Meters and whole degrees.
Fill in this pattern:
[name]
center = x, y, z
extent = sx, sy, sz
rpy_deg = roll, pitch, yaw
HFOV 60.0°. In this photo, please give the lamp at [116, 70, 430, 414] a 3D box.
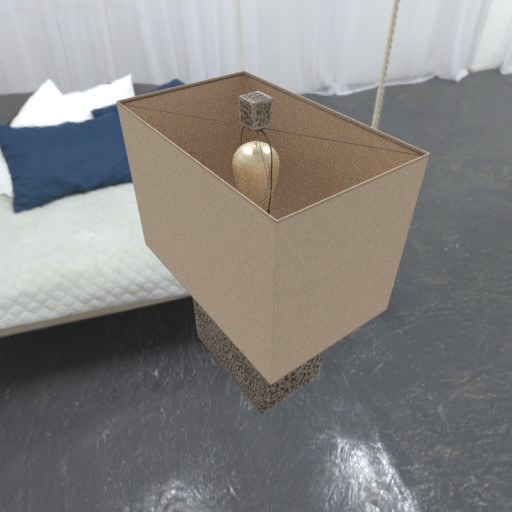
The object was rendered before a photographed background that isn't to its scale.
[lamp]
center = 0.000, 0.000, 0.570
extent = 0.180, 0.411, 0.294
rpy_deg = -26, 46, -27
